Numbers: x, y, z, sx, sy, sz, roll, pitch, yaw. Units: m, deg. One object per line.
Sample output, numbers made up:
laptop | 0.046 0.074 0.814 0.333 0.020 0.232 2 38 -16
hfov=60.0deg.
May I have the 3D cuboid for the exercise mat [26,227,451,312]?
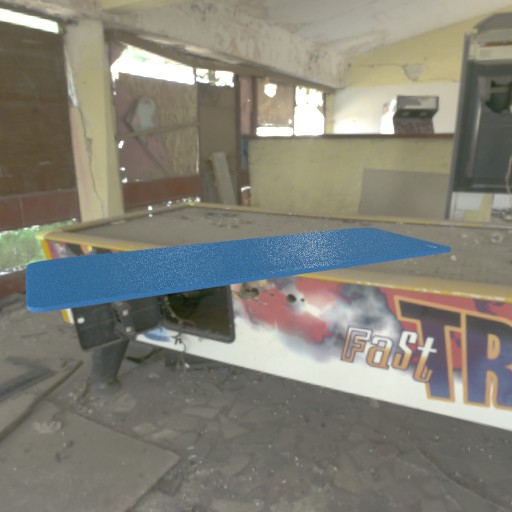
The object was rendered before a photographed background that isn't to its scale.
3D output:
exercise mat | 0.000 0.000 2.013 1.869 0.021 0.616 -7 16 -25
